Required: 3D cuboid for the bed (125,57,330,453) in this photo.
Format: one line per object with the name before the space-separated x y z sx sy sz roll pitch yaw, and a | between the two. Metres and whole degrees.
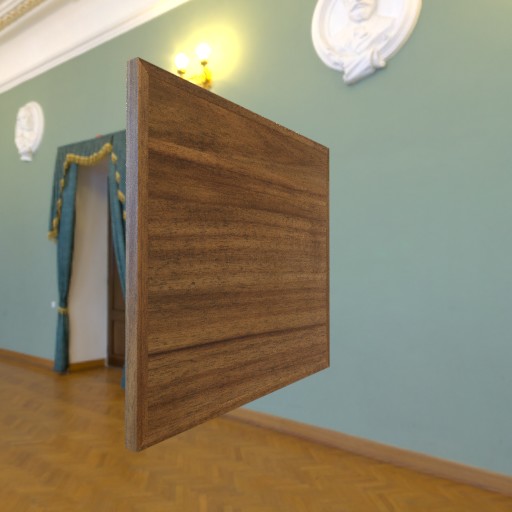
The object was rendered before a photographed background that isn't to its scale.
bed | 0.000 0.000 1.489 0.043 0.940 1.041 0 -1 35
